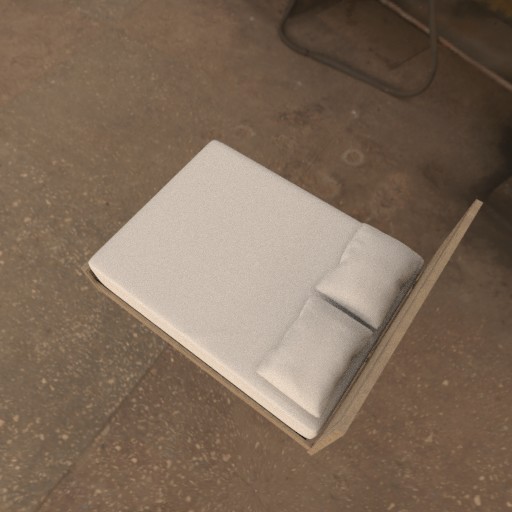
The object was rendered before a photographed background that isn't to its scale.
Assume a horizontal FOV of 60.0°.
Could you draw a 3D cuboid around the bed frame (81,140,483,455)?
[{"bbox_3d":[0.000,0.000,3.254,2.189,1.369,1.606,33,67,16],"label":"bed frame"}]
